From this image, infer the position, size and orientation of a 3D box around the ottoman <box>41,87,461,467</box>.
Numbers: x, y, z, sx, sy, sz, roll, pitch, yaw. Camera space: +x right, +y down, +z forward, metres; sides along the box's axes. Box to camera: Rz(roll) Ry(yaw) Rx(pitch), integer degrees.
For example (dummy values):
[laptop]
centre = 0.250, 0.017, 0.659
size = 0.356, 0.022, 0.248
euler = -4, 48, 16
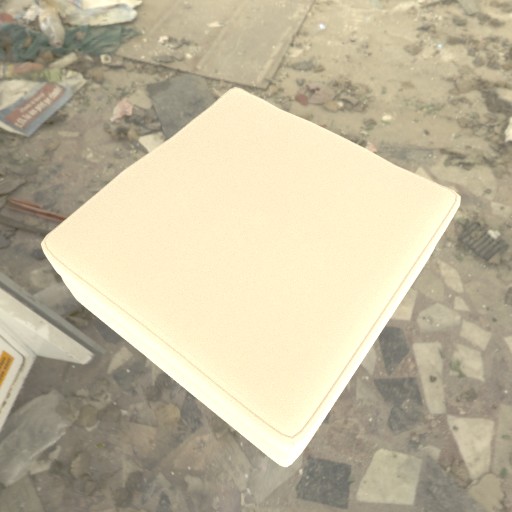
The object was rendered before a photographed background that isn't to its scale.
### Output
[ottoman]
centre = 0.000, 0.000, 1.340
size = 0.838, 0.479, 0.838
euler = 32, 62, 20
